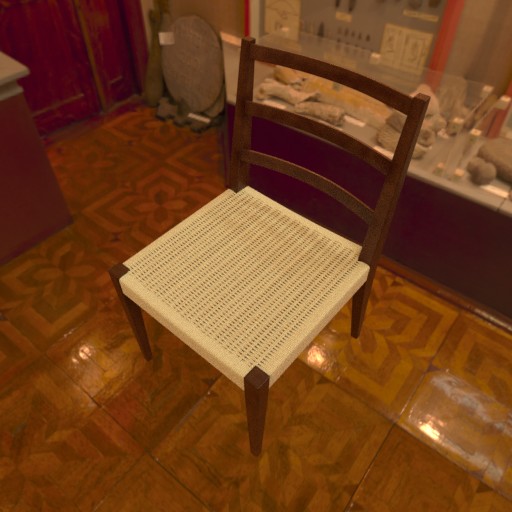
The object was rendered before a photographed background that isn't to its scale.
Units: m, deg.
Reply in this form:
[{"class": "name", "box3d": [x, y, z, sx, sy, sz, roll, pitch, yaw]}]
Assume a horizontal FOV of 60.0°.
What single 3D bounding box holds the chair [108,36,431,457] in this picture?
[{"class": "chair", "box3d": [0.000, 0.000, 1.117, 0.480, 0.813, 0.551, 32, 54, 26]}]
